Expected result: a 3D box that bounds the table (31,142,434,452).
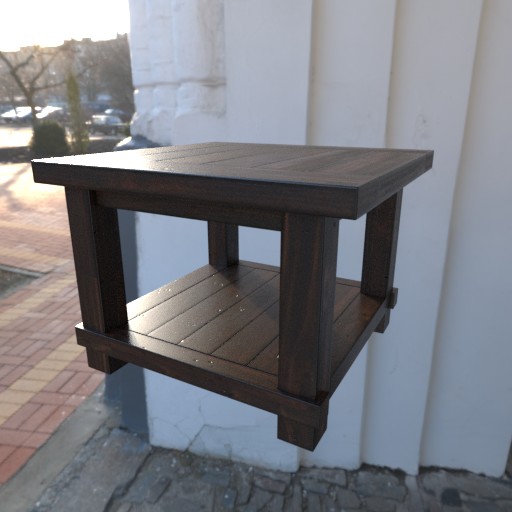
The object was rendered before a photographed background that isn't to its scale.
[{"bbox_3d":[0.000,0.000,0.977,0.606,0.437,0.593,10,21,27],"label":"table"}]
